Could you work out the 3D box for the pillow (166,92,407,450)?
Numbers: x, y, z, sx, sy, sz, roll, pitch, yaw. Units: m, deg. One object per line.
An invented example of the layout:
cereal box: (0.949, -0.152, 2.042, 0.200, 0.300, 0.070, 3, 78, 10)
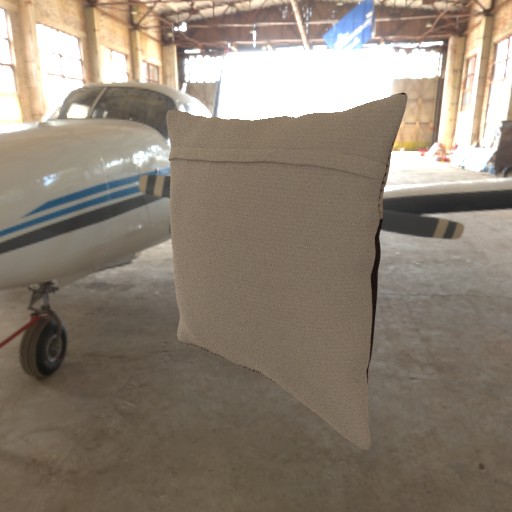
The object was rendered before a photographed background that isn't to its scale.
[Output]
pillow: (0.000, 0.000, 0.718, 0.178, 0.473, 0.475, -15, 21, -42)
